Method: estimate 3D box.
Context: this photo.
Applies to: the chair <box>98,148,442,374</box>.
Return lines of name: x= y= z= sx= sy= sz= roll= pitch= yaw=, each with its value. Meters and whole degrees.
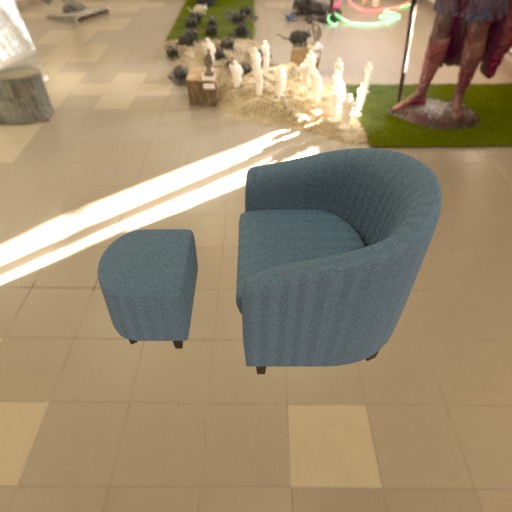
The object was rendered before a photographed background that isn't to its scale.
chair: x=0.000 y=0.000 z=1.806 sx=1.288 sy=0.757 sz=0.756 roll=0 pitch=41 yaw=0
